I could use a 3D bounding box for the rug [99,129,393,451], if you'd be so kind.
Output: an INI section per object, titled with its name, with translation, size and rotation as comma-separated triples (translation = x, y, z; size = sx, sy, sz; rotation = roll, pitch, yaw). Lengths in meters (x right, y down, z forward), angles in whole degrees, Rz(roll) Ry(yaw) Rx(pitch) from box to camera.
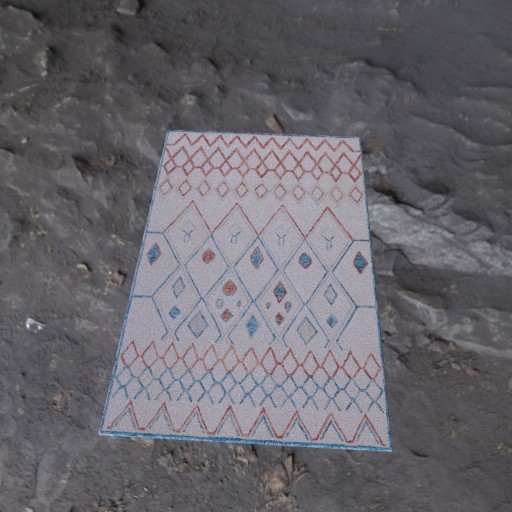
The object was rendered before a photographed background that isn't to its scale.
[rug]
translation = 0.000, 0.000, 2.317
size = 1.219, 0.016, 1.829
rotation = 3, 58, 2
